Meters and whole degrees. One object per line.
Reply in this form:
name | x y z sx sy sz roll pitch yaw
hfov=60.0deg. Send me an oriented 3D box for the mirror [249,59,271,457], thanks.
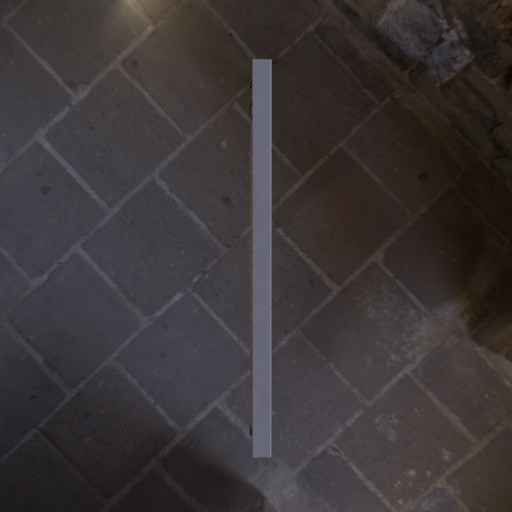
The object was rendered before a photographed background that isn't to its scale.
mirror | 0.000 0.000 1.356 0.041 1.016 0.762 0 91 -1
